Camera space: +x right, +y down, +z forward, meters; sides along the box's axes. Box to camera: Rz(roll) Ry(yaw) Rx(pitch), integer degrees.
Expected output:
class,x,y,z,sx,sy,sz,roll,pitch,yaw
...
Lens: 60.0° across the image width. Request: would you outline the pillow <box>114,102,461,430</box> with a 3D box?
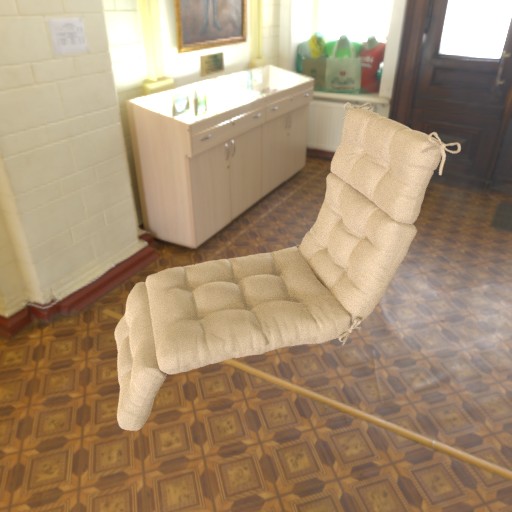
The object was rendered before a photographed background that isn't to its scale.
class,x,y,z,sx,sy,sz,roll,pitch,yaw
pillow,0.000,0.000,1.470,1.016,0.863,0.526,-9,31,-14
